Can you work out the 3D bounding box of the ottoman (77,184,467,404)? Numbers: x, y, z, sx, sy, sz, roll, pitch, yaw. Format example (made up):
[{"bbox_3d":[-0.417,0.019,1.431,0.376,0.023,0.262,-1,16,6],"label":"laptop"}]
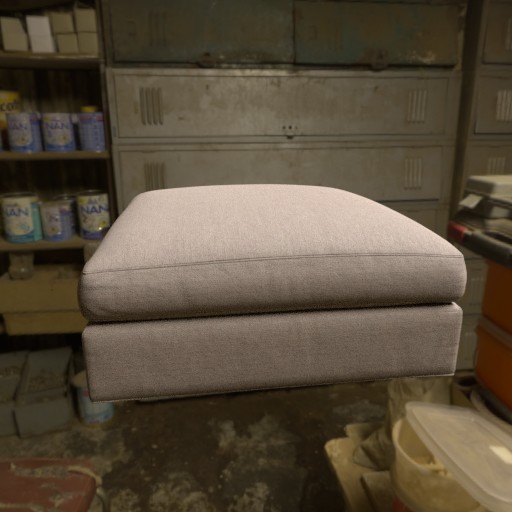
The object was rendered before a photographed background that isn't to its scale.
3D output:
[{"bbox_3d":[0.000,0.000,1.631,1.041,0.470,1.041,-2,17,-8],"label":"ottoman"}]
